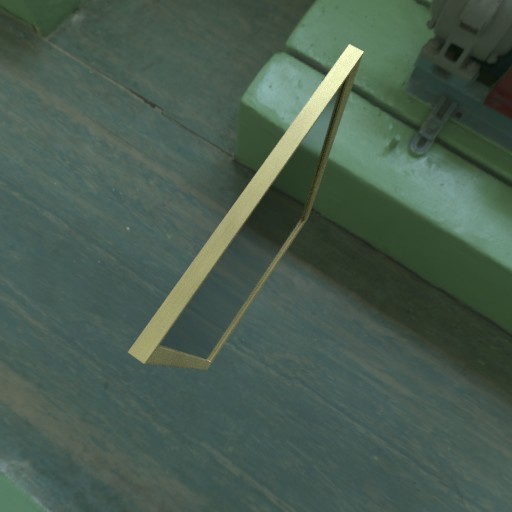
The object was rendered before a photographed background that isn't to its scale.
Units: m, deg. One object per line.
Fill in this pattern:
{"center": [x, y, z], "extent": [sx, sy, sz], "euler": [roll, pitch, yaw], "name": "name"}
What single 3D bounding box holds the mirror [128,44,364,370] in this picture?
{"center": [0.000, 0.000, 1.340], "extent": [0.040, 1.016, 0.762], "euler": [32, 77, 8], "name": "mirror"}
